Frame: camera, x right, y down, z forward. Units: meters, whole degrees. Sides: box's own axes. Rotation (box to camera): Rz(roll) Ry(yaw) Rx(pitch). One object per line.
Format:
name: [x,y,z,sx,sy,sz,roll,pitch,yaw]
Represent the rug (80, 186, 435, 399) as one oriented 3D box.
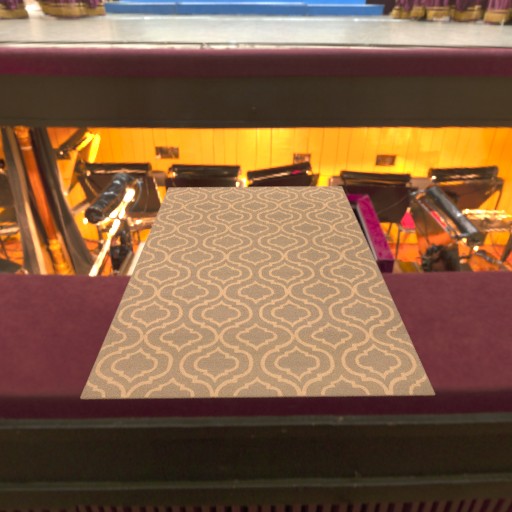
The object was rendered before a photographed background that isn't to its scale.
rug: [0.000,0.000,2.169,1.141,0.015,1.749,0,31,0]
